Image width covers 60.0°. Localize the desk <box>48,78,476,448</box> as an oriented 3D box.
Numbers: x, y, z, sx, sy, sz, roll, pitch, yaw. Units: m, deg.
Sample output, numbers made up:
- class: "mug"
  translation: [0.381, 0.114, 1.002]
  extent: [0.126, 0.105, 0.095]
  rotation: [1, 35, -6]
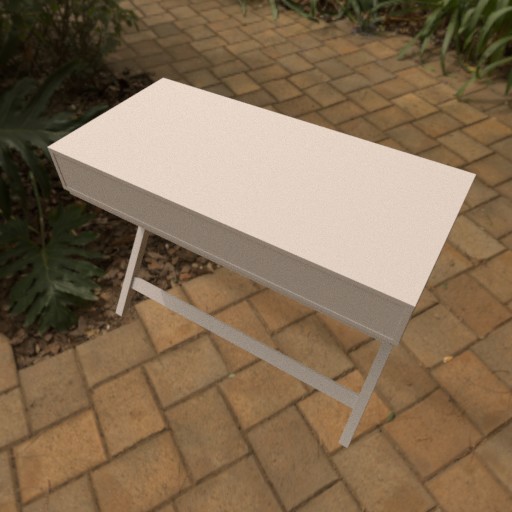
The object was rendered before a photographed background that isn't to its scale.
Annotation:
- class: "desk"
  translation: [0.000, 0.000, 1.495]
  extent: [1.057, 0.780, 0.525]
  rotation: [24, 51, 21]
